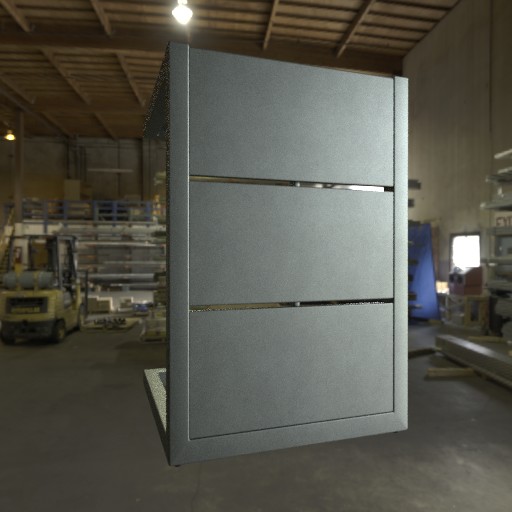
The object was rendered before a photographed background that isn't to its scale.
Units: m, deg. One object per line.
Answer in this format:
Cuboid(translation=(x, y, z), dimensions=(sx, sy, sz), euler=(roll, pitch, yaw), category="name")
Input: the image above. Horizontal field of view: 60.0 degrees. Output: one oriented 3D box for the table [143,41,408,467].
Cuboid(translation=(0.000, 0.000, 0.889), dimensions=(0.405, 0.609, 0.420), euler=(0, 0, -19), category="table")
